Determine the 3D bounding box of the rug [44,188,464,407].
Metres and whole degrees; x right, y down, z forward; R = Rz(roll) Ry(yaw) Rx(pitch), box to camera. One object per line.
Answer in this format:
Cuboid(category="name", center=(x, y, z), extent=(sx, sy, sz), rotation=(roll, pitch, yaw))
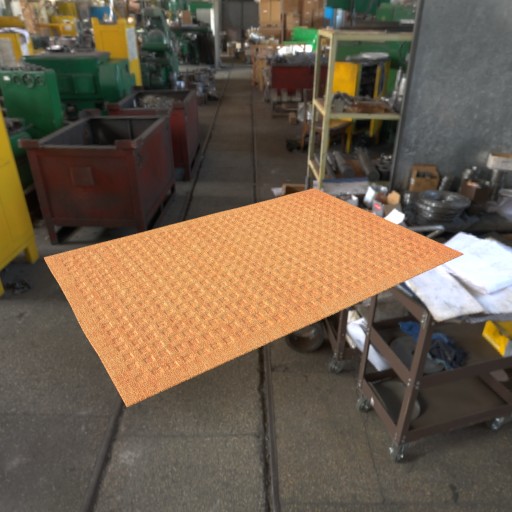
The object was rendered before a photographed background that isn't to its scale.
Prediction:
Cuboid(category="rug", center=(0.000, 0.000, 2.200), extent=(1.747, 0.006, 1.143), rotation=(-18, 34, -30))
